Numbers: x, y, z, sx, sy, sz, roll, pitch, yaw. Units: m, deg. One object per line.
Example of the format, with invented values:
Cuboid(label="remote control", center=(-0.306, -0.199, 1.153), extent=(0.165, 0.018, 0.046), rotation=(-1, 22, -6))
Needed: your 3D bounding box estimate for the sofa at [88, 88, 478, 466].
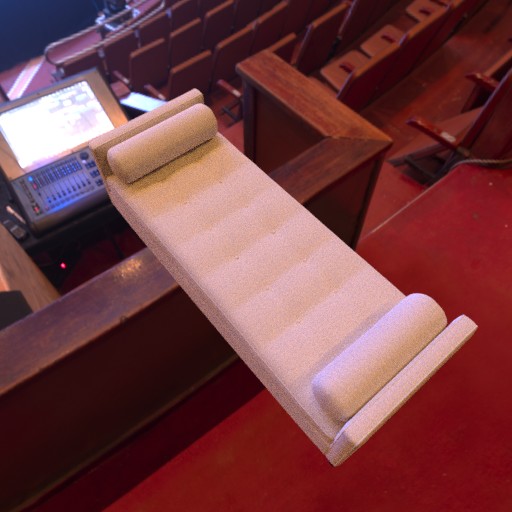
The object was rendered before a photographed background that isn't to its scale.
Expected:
Cuboid(label="sofa", center=(0.000, 0.000, 2.332), extent=(0.746, 0.641, 1.985), rotation=(-35, 64, -20))
